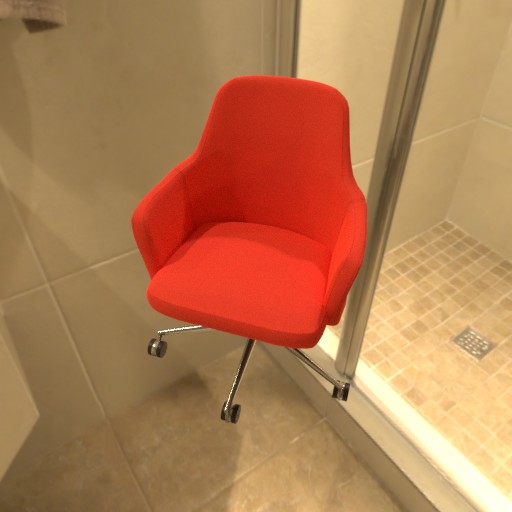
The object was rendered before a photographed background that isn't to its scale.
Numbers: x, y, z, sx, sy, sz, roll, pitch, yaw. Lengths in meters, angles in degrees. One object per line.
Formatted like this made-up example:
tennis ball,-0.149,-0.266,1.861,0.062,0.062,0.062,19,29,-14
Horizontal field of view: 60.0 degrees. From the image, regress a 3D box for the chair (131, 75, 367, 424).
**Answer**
chair,0.000,0.000,1.250,0.655,0.820,0.600,12,42,14
